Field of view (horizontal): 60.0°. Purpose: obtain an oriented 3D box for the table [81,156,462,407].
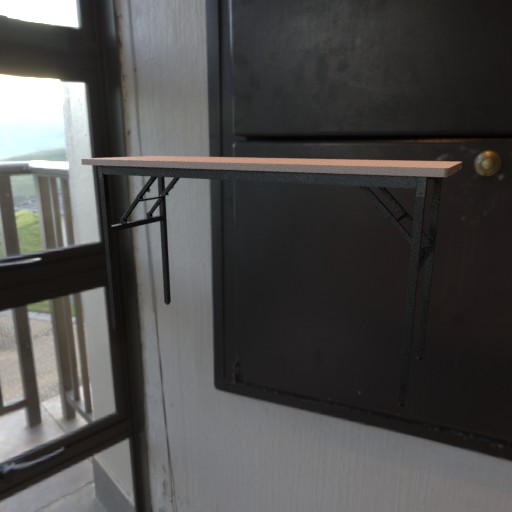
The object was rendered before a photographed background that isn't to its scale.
[{"bbox_3d":[0.000,0.000,1.772,1.397,0.750,0.447,8,16,28],"label":"table"}]
